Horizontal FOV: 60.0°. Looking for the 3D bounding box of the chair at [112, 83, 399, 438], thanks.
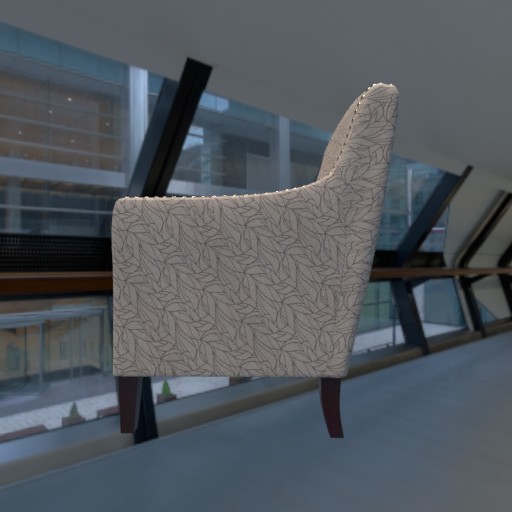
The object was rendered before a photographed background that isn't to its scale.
[{"bbox_3d":[0.000,0.000,1.298,0.651,0.816,0.623,0,0,1],"label":"chair"}]
